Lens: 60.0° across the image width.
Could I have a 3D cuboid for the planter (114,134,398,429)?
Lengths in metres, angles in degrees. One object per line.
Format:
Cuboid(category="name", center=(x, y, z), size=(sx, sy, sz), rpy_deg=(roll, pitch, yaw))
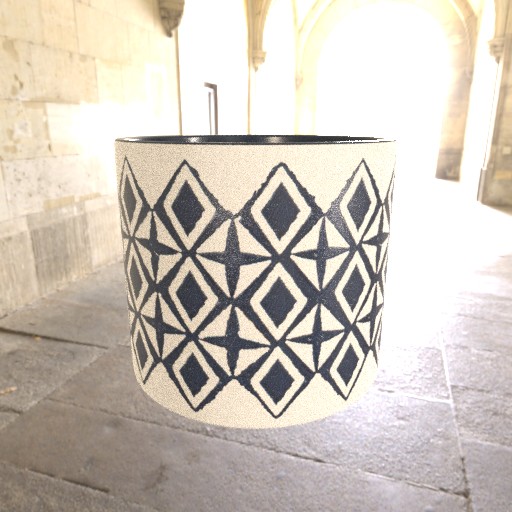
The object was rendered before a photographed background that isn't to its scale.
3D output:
Cuboid(category="planter", center=(0.000, 0.000, 0.278), size=(0.159, 0.144, 0.159), rpy_deg=(0, 17, 0))
